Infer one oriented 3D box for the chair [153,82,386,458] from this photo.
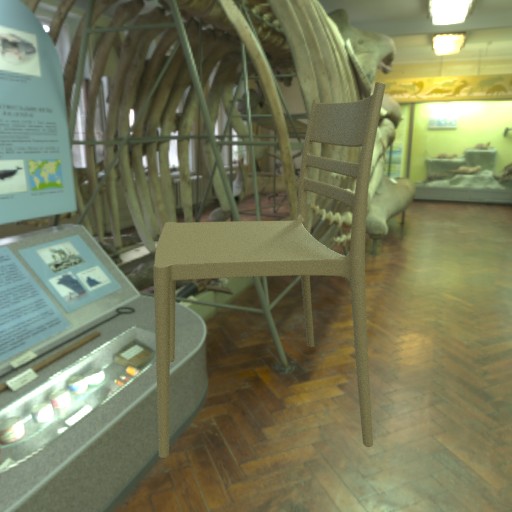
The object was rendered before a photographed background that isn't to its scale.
[{"bbox_3d":[0.000,0.000,1.148,0.511,0.800,0.531,-2,15,-8],"label":"chair"}]
